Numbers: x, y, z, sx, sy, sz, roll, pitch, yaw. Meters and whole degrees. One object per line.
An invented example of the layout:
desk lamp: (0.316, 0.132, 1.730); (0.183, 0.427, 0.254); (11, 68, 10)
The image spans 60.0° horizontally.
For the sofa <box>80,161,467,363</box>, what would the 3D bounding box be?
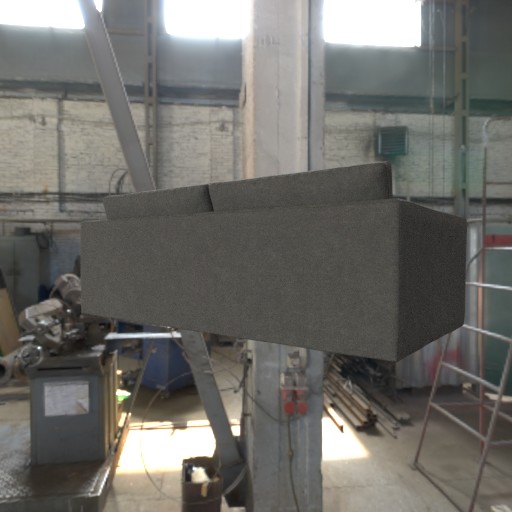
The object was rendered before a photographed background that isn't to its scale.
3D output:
sofa: (0.000, 0.000, 2.798); (2.257, 0.838, 1.092); (1, 1, 38)
